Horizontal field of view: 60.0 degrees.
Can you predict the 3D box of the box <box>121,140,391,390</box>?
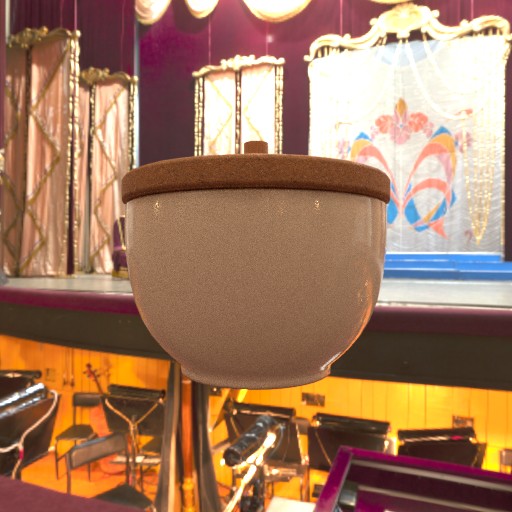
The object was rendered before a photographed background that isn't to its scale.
[{"bbox_3d":[0.000,0.000,0.184,0.107,0.094,0.107,0,0,0],"label":"box"}]
